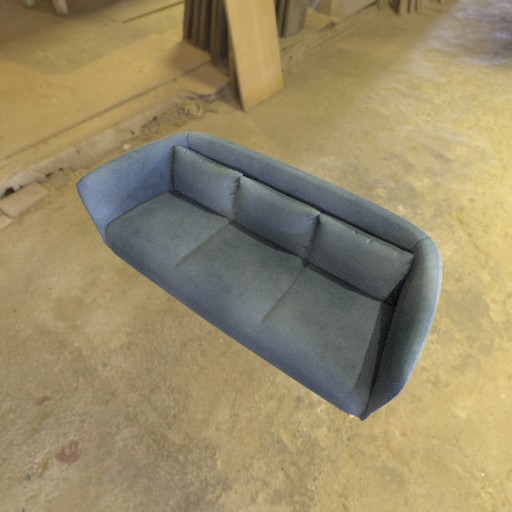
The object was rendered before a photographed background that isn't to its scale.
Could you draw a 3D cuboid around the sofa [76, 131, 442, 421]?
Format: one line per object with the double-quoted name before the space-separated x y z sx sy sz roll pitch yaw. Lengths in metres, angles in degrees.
"sofa" 0.000 0.000 2.561 2.095 0.795 0.849 30 52 26
